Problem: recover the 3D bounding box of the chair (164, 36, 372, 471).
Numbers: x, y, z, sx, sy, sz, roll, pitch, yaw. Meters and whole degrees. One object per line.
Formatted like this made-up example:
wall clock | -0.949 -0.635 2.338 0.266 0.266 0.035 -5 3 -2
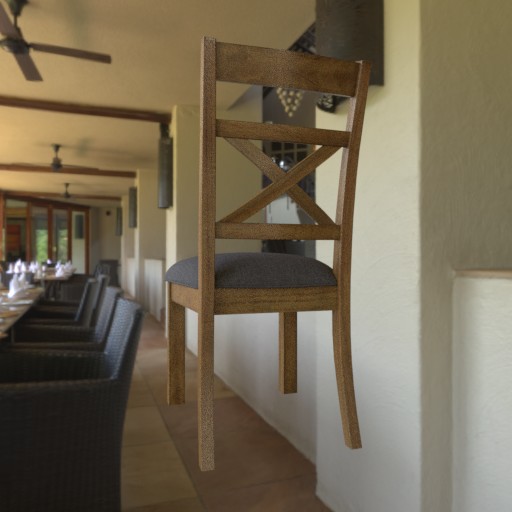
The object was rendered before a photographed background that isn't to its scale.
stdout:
chair | 0.000 0.000 1.264 0.470 0.949 0.581 0 0 -17
